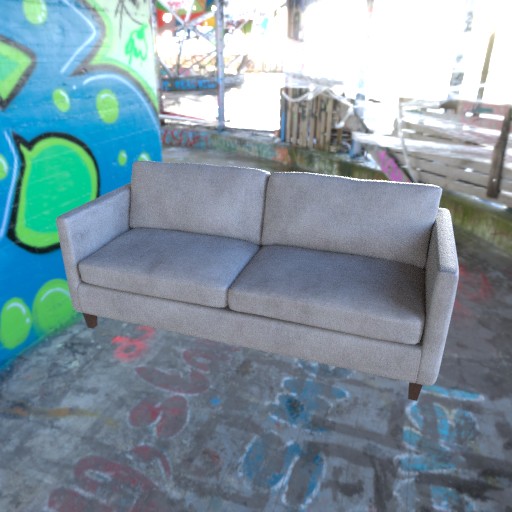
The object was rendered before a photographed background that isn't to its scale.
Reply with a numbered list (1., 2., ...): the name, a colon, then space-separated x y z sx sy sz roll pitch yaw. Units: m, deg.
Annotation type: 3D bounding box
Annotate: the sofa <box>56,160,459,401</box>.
1. sofa: 0.000 0.000 2.750 2.208 0.965 0.951 8 26 17
